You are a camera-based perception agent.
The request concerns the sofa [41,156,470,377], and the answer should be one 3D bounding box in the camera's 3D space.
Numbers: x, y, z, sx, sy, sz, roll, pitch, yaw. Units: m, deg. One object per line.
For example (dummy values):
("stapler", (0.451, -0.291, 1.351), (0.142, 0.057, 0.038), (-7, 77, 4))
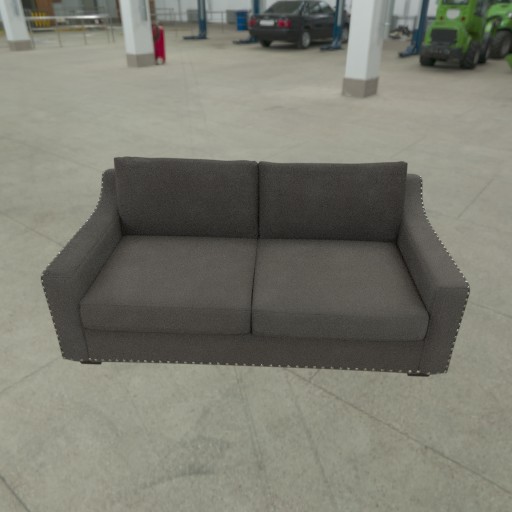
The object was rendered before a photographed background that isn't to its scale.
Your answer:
("sofa", (0.000, 0.000, 3.216), (2.550, 1.196, 1.336), (1, 30, 3))
